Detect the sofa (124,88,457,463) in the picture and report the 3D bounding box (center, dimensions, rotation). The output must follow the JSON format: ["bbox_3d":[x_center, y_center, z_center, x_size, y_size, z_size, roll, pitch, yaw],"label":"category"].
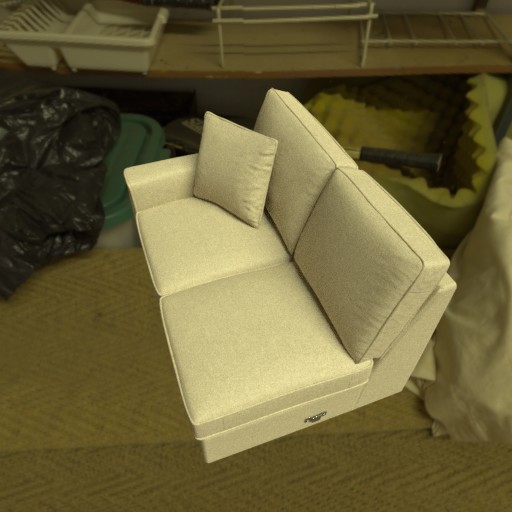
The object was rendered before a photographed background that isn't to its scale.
[{"bbox_3d":[0.000,0.000,2.067,0.991,0.989,1.388,-15,48,-14],"label":"sofa"}]
